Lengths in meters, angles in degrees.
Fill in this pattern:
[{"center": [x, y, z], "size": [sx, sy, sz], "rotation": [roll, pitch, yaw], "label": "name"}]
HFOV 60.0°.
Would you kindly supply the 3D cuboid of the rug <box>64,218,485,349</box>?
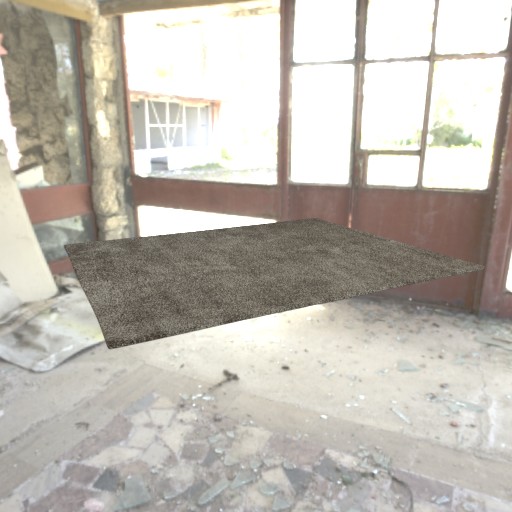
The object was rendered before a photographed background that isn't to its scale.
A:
[{"center": [0.000, 0.000, 3.993], "size": [3.000, 0.025, 2.401], "rotation": [-8, 18, -27], "label": "rug"}]
